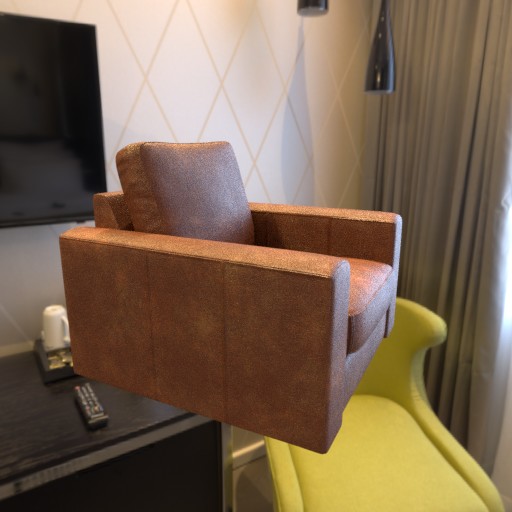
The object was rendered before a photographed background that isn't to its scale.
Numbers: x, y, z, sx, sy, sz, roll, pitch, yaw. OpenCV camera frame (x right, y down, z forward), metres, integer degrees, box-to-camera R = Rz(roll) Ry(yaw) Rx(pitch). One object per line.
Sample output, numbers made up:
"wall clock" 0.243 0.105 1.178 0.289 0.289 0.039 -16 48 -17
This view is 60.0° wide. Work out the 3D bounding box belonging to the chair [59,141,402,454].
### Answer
"chair" 0.000 0.000 1.746 1.016 0.873 1.005 7 16 26
